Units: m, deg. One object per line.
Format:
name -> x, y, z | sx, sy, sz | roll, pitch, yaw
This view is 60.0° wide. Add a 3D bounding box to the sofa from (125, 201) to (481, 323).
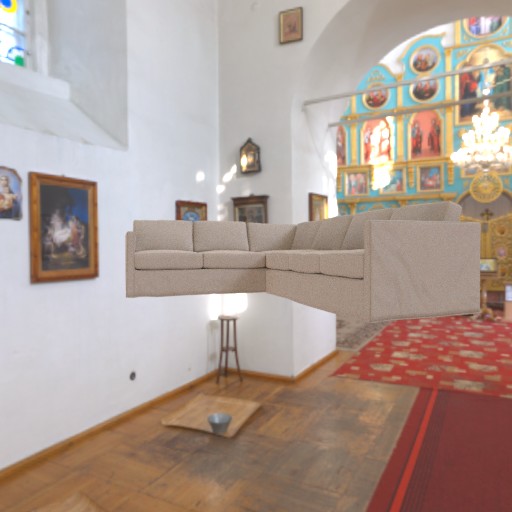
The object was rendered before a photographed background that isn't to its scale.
sofa -> 0.000, 0.000, 4.347 | 2.432, 0.871, 3.182 | 0, 1, -17
